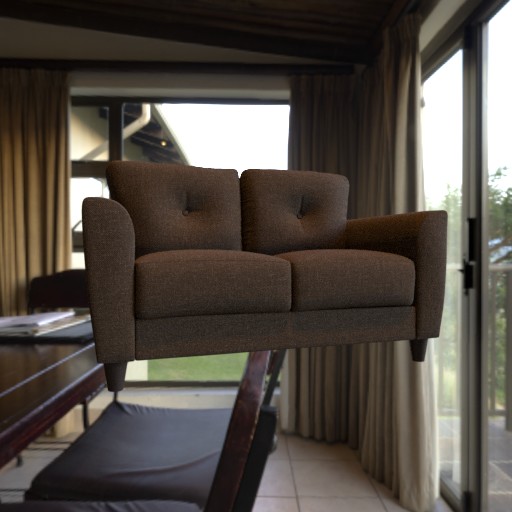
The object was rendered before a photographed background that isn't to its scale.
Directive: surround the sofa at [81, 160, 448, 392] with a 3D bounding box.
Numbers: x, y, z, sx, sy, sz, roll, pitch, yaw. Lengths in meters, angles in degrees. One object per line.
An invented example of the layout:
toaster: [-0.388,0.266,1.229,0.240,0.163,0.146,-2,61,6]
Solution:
sofa: [0.000,0.000,1.986,1.423,0.885,0.851,0,0,-19]
